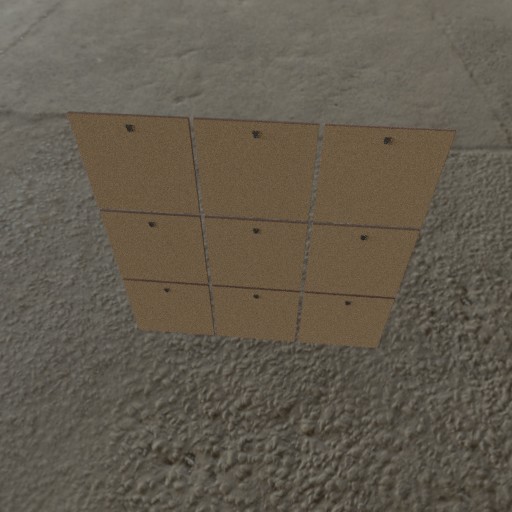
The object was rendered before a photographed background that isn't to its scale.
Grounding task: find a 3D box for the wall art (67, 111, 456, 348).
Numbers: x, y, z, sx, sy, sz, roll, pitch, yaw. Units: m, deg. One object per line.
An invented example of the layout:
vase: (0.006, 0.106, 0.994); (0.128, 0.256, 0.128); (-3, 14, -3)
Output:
wall art: (0.000, 0.000, 1.825); (1.221, 1.218, 0.019); (4, 47, 4)
